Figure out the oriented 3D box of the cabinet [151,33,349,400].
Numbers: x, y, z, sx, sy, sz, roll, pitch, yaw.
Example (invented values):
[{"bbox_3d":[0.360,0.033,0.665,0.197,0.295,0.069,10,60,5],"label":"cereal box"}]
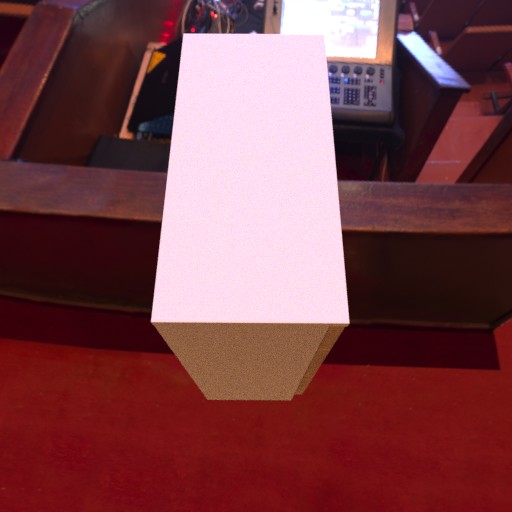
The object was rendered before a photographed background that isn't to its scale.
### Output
[{"bbox_3d":[0.000,0.000,1.129,0.296,0.815,0.600,0,65,0],"label":"cabinet"}]
